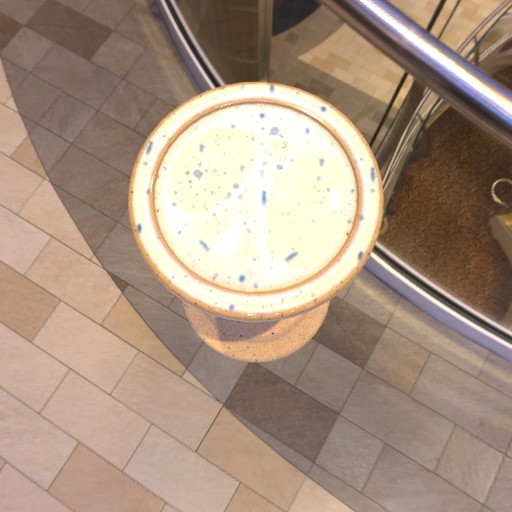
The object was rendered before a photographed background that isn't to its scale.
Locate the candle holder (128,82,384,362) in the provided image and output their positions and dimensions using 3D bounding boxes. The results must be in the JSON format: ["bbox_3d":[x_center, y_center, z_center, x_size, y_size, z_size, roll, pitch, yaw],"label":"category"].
[{"bbox_3d":[0.000,0.000,0.275,0.123,0.202,0.123,0,75,0],"label":"candle holder"}]
